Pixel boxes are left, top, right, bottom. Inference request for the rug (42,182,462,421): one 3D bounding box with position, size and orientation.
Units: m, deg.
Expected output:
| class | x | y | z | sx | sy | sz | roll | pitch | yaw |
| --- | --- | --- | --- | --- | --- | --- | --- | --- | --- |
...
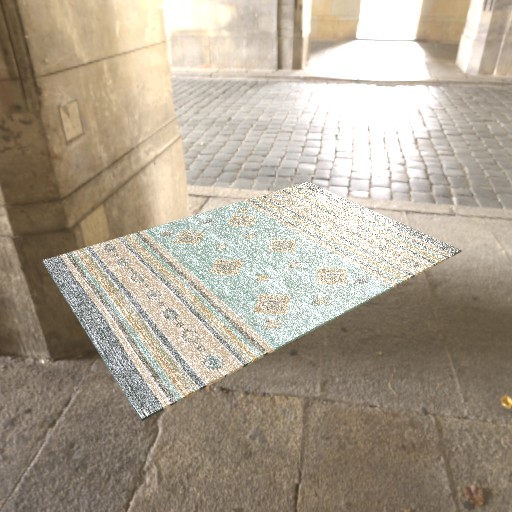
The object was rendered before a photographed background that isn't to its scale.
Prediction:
| class | x | y | z | sx | sy | sz | roll | pitch | yaw |
| --- | --- | --- | --- | --- | --- | --- | --- | --- | --- |
| rug | 0.000 | 0.000 | 2.301 | 1.811 | 0.010 | 1.212 | -21 | 37 | -31 |
